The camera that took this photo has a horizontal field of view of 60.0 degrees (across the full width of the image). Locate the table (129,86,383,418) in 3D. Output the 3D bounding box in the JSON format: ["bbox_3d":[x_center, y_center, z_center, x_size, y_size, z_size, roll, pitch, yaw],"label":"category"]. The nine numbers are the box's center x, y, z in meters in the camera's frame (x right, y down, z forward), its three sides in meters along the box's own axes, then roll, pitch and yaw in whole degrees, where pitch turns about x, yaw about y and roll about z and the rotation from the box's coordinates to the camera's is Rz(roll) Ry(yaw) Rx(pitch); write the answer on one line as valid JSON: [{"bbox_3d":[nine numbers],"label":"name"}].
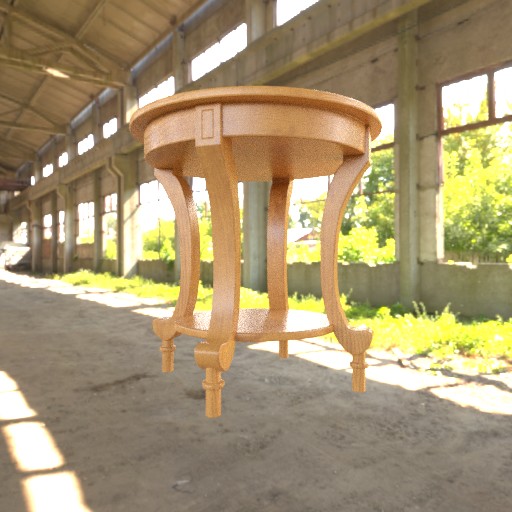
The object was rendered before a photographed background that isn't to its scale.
[{"bbox_3d":[0.000,0.000,1.089,0.597,0.612,0.597,0,1,0],"label":"table"}]
